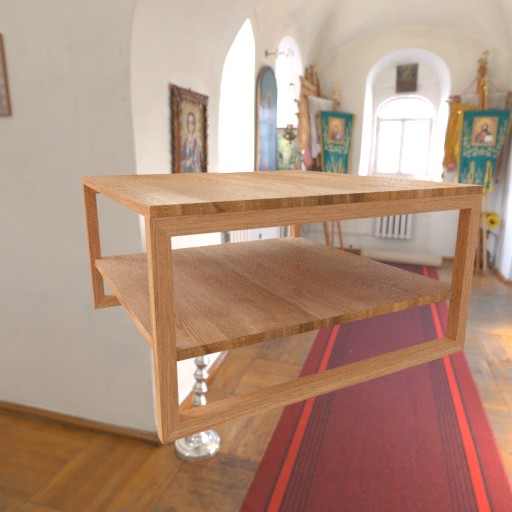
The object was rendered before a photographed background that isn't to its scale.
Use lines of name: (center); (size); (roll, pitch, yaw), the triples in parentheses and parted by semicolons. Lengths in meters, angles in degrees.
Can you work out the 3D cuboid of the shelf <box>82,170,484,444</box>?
shelf: (0.000, 0.000, 1.420); (0.899, 0.480, 0.899); (-7, 16, -27)
